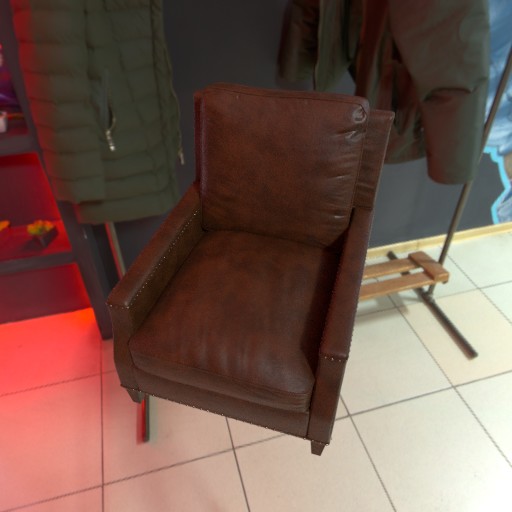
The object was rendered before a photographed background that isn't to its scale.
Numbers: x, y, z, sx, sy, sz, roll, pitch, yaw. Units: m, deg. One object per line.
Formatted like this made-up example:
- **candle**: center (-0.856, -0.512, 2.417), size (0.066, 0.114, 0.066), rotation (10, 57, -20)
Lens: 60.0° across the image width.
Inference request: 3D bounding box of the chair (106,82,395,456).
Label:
- **chair**: center (0.000, 0.000, 1.779), size (0.854, 1.054, 1.035), rotation (11, 42, 13)
